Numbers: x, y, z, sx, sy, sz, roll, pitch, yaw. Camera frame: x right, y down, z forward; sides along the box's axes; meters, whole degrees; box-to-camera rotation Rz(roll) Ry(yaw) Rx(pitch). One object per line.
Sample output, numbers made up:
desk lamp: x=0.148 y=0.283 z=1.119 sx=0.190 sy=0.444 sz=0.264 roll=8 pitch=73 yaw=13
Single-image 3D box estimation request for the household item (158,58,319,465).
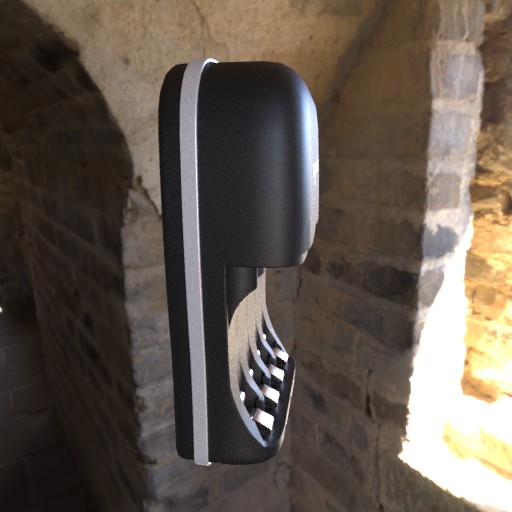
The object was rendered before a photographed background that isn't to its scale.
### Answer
household item: x=0.000 y=0.000 z=0.144 sx=0.038 sy=0.114 sz=0.070 roll=3 pitch=15 yaw=10
